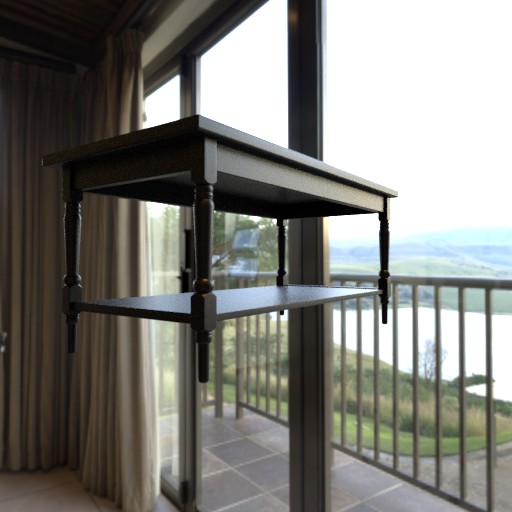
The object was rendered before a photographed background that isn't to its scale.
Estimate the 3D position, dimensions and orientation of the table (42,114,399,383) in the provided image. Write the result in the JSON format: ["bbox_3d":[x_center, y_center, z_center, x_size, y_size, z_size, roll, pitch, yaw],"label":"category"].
[{"bbox_3d":[0.000,0.000,1.418,0.550,0.510,1.107,0,-1,36],"label":"table"}]
